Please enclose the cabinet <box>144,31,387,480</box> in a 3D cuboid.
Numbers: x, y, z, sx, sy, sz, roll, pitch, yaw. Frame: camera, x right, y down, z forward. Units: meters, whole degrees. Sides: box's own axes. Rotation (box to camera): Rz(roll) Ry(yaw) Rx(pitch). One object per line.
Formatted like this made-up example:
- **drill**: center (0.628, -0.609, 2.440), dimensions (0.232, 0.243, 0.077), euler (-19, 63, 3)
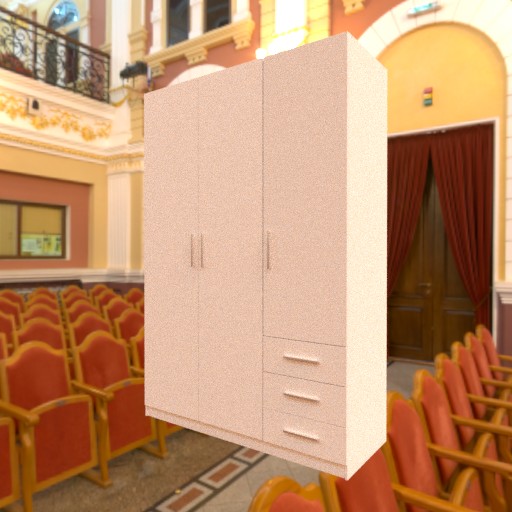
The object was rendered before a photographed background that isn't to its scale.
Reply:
- **cabinet**: center (0.000, 0.000, 2.449), dimensions (1.290, 1.910, 0.510), euler (0, 1, 36)
